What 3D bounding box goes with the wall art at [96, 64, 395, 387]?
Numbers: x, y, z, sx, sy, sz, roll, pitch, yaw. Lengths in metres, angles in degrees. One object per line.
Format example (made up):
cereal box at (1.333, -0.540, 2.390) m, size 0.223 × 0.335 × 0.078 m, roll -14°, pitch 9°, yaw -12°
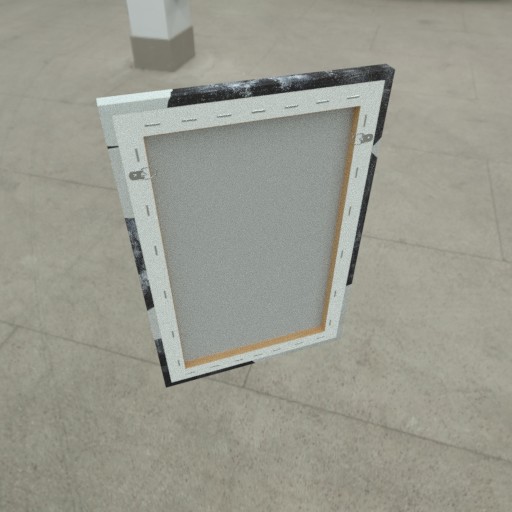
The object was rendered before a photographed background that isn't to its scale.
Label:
wall art at (0.000, 0.000, 1.180) m, size 0.610 × 0.915 × 0.041 m, roll -12°, pitch 43°, yaw -14°
